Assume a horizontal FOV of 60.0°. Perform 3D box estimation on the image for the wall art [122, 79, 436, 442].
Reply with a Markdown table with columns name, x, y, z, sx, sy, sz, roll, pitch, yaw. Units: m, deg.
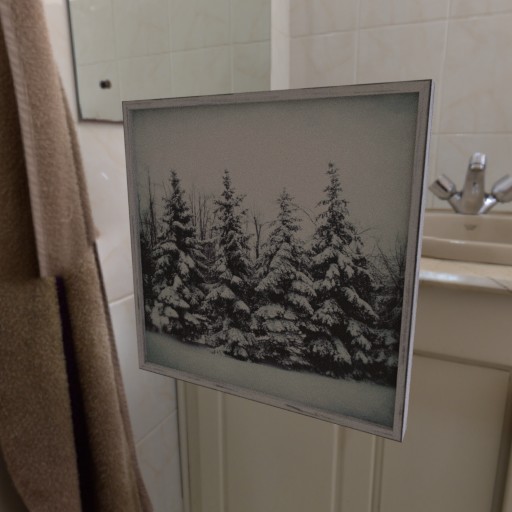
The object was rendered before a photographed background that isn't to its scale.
| name | x | y | z | sx | sy | sz | roll | pitch | yaw |
| --- | --- | --- | --- | --- | --- | --- | --- | --- | --- |
| wall art | 0.000 | 0.000 | 0.729 | 0.506 | 0.506 | 0.038 | 7 | 14 | 27 |
